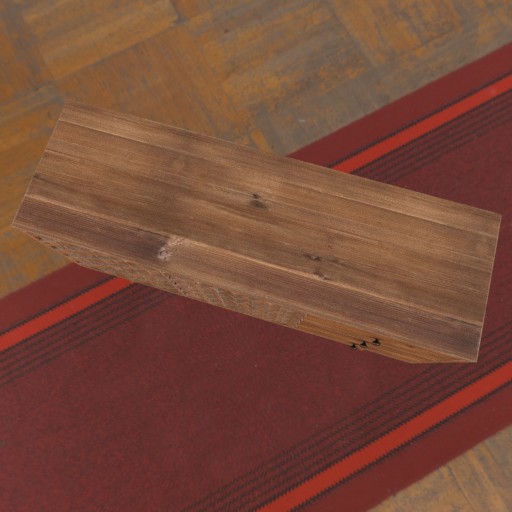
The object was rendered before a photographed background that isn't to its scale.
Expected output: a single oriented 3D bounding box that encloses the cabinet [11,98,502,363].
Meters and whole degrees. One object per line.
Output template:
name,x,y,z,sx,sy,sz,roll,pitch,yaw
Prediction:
cabinet,0.000,0.000,1.711,1.400,0.800,0.472,16,77,4
